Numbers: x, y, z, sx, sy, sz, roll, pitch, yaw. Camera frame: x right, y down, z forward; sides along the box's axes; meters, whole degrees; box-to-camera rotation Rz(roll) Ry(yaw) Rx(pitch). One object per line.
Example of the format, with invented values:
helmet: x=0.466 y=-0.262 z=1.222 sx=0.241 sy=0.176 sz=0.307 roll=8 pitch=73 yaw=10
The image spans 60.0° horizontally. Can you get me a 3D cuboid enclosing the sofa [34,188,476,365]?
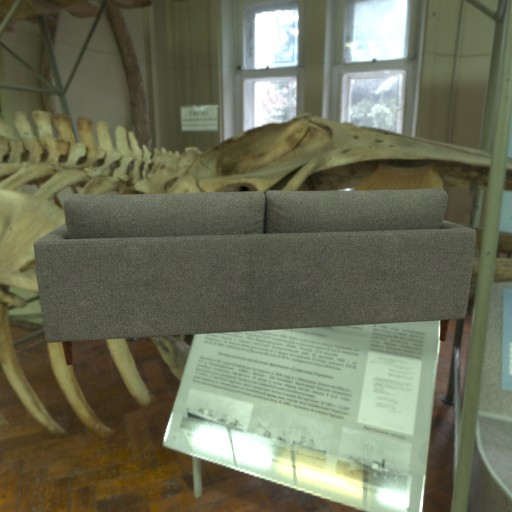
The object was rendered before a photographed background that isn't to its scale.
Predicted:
sofa: x=0.000 y=0.000 z=2.732 sx=2.250 sy=0.868 sz=1.020 roll=-2 pitch=14 yaw=-8
